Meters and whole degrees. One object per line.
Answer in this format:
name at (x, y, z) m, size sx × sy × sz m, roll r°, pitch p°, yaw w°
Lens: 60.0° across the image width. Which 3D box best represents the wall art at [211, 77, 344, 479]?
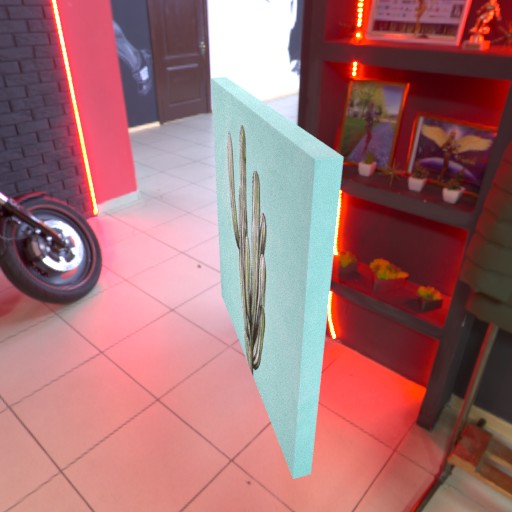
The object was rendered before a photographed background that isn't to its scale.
wall art at (0.000, 0.000, 0.912) m, size 0.036 × 0.603 × 0.603 m, roll -8°, pitch 32°, yaw -14°
